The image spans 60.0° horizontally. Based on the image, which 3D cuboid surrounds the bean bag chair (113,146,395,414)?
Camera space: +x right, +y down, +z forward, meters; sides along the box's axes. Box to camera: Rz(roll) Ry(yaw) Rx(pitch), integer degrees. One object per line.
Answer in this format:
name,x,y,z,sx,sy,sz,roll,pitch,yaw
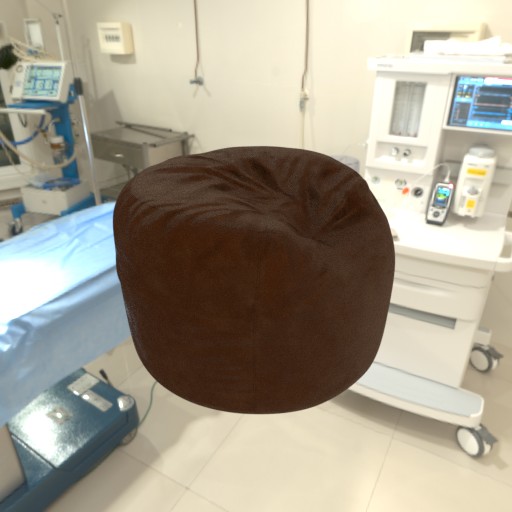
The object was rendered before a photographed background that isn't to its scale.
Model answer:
bean bag chair,0.000,0.000,1.519,0.918,0.616,0.918,0,28,0
